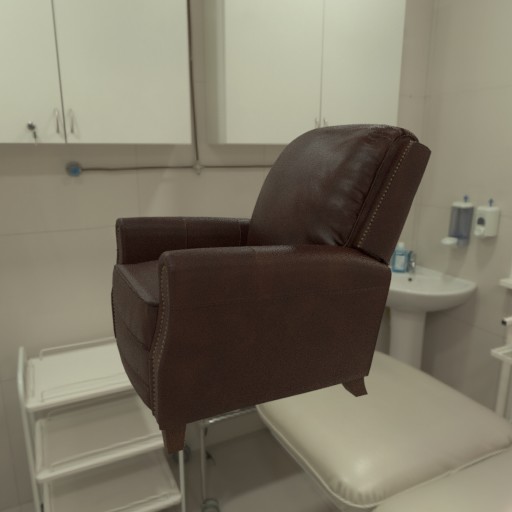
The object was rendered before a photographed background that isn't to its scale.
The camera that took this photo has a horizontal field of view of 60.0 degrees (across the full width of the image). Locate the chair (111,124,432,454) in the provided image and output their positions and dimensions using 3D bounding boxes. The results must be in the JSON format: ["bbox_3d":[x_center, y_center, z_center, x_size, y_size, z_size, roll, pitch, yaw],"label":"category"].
[{"bbox_3d":[0.000,0.000,1.772,1.089,1.022,0.826,-7,15,-26],"label":"chair"}]
